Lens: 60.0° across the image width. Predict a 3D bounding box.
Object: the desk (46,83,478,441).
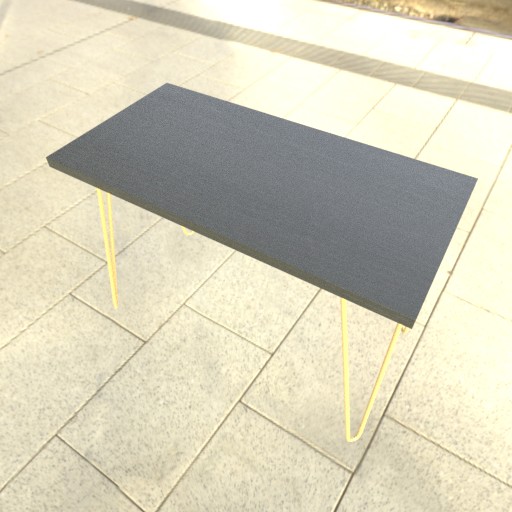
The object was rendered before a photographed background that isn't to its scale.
[{"bbox_3d":[0.000,0.000,1.374,0.991,0.660,0.499,24,51,21],"label":"desk"}]
